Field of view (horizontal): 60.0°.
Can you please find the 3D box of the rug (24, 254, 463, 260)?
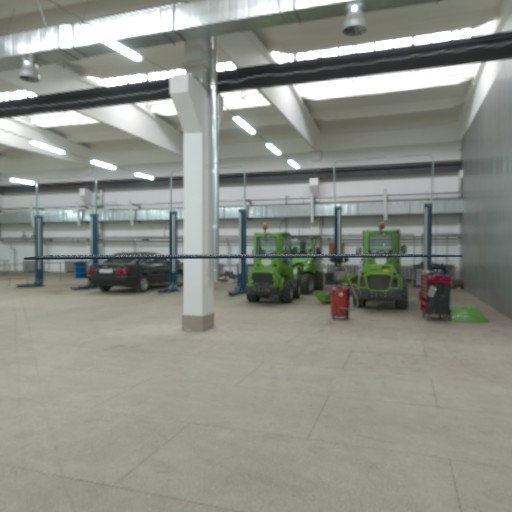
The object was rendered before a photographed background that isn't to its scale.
[{"bbox_3d":[0.000,0.000,2.734,2.448,0.012,0.769,0,1,-17],"label":"rug"}]
